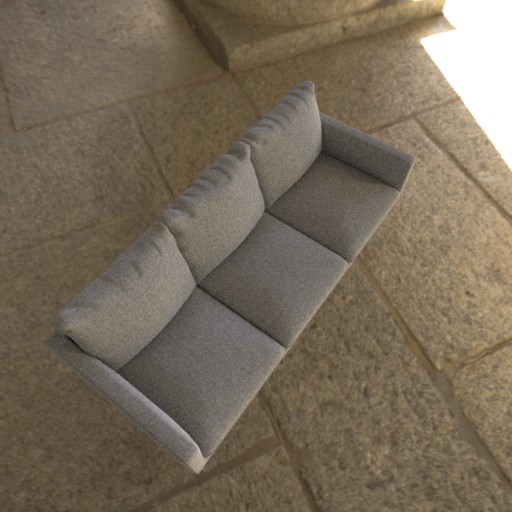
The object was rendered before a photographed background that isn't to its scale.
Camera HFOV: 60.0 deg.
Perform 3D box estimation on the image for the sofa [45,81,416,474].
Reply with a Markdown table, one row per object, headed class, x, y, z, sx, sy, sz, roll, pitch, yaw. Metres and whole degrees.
| class | x | y | z | sx | sy | sz | roll | pitch | yaw |
| --- | --- | --- | --- | --- | --- | --- | --- | --- | --- |
| sofa | 0.000 | 0.000 | 2.367 | 0.850 | 0.830 | 2.000 | 32 | 63 | 18 |
